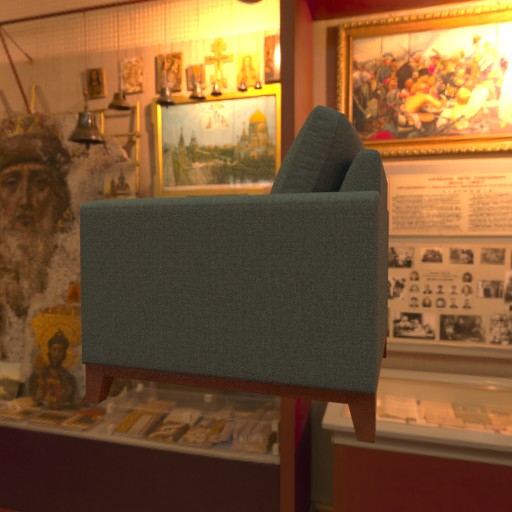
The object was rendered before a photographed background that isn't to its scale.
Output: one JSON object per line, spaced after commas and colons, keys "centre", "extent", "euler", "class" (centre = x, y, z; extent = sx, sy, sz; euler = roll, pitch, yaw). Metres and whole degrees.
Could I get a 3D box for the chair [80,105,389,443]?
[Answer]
{"centre": [0.000, 0.000, 1.861], "extent": [1.038, 1.010, 1.024], "euler": [1, 3, 18], "class": "chair"}
